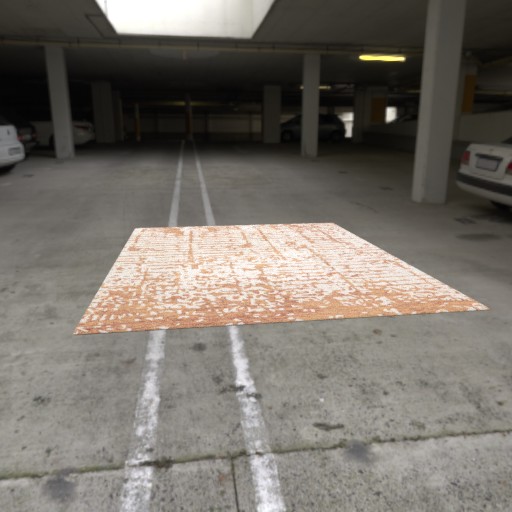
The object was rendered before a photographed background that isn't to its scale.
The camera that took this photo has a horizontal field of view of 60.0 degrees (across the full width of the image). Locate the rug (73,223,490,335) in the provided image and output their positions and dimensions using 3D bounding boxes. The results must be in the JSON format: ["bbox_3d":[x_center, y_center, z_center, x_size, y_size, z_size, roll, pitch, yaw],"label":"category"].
[{"bbox_3d":[0.000,0.000,3.990,2.441,0.011,3.050,-2,14,-8],"label":"rug"}]
